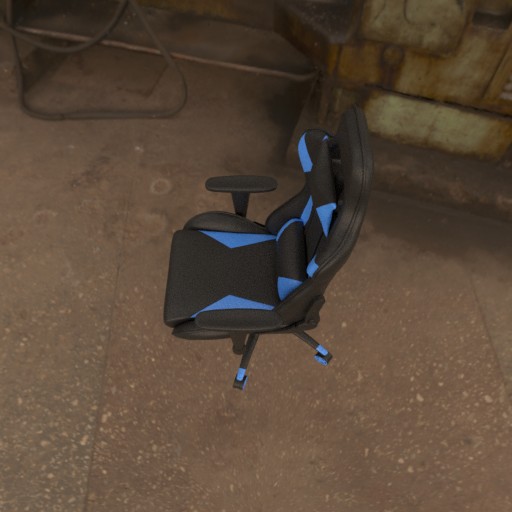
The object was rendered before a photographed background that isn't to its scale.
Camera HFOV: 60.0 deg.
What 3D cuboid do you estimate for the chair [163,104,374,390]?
[{"bbox_3d":[0.000,0.000,1.696,0.730,1.282,0.695,0,58,0],"label":"chair"}]
